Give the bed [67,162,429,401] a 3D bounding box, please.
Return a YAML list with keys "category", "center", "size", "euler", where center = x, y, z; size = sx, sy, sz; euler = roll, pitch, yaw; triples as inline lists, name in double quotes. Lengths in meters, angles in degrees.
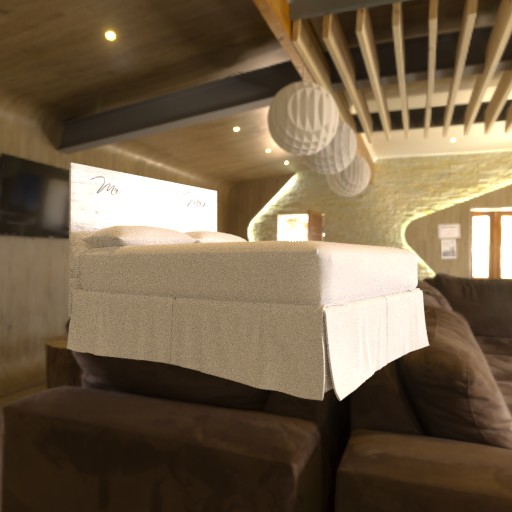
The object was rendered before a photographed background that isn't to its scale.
- category: "bed"
  center: [0.000, 0.000, 3.249]
  size: [2.094, 1.335, 1.745]
  euler: [0, -1, 36]
